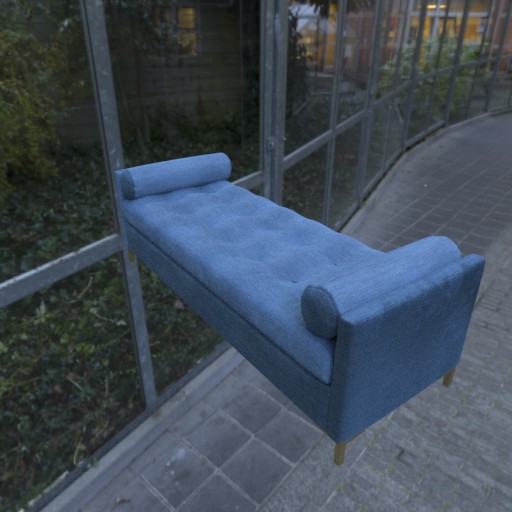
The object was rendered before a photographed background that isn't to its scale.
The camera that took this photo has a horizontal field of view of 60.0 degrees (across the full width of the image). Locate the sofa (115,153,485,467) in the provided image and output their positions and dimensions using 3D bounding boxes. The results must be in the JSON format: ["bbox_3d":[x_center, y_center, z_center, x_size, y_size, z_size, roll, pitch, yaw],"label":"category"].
[{"bbox_3d":[0.000,0.000,2.438,0.796,0.705,2.102,-18,32,-31],"label":"sofa"}]
